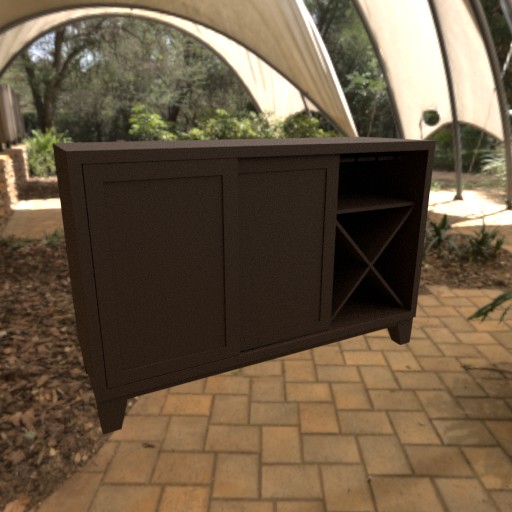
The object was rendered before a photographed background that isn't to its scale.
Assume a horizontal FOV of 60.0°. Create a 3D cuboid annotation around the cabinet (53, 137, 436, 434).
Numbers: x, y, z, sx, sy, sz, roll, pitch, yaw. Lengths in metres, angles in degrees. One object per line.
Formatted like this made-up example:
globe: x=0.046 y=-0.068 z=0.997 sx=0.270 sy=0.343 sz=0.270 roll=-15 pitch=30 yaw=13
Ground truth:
cabinet: x=0.000 y=0.000 z=1.829 sx=1.396 sy=0.914 sz=0.482 roll=-9 pitch=19 yaw=-26
